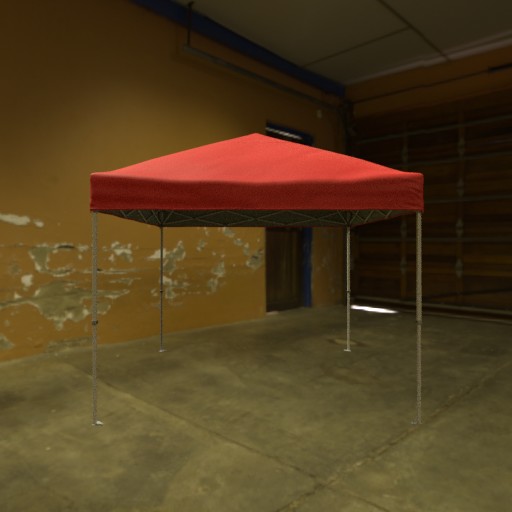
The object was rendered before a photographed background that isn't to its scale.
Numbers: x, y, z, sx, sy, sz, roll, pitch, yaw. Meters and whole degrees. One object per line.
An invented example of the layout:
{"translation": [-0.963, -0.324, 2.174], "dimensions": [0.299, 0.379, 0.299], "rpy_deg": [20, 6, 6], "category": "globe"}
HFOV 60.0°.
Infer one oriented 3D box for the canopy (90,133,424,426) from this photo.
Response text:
{"translation": [0.000, 0.000, 5.435], "dimensions": [2.996, 2.997, 2.998], "rpy_deg": [0, 1, 0], "category": "canopy"}
